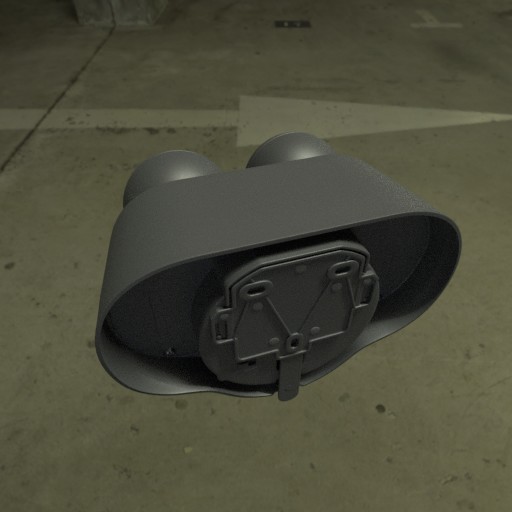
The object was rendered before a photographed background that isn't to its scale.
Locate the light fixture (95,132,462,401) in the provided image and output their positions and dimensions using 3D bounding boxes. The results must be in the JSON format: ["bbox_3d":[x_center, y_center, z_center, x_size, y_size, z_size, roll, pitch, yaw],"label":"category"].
[{"bbox_3d":[0.000,0.000,0.334,0.229,0.159,0.159,-12,43,-13],"label":"light fixture"}]
